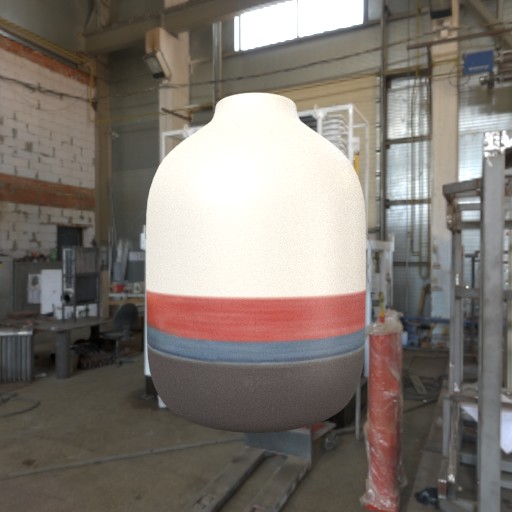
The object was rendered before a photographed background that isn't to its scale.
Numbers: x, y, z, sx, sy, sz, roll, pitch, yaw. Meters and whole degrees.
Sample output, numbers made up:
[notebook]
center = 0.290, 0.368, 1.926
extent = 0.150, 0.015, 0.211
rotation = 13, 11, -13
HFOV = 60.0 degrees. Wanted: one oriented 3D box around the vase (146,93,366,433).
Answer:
[vase]
center = 0.000, 0.000, 0.352
extent = 0.169, 0.237, 0.169
rotation = 0, 0, 0
